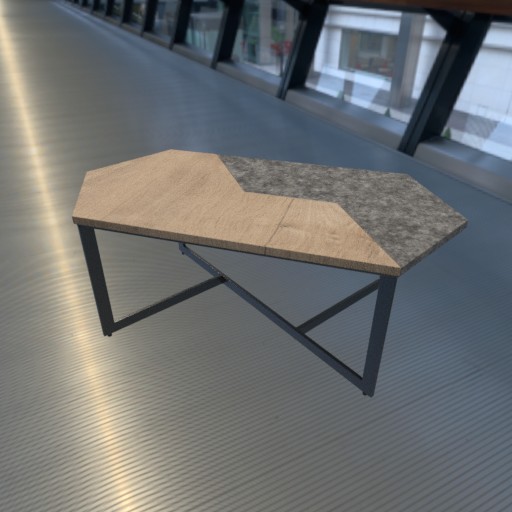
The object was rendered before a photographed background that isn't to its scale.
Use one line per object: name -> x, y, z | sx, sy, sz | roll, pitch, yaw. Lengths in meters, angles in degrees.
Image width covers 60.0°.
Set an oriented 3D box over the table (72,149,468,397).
table -> 0.000, 0.000, 1.489 | 1.219, 0.457, 0.609 | 9, 33, 15
